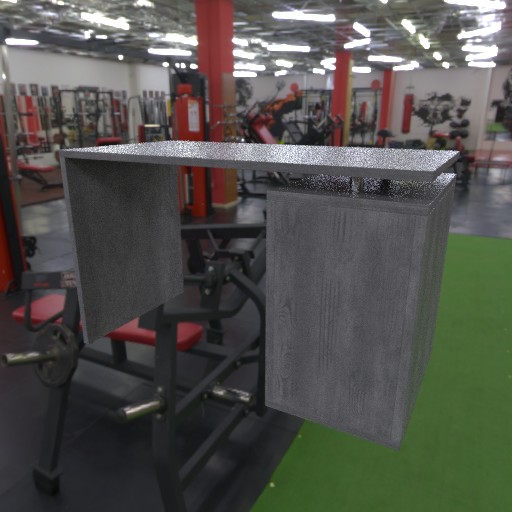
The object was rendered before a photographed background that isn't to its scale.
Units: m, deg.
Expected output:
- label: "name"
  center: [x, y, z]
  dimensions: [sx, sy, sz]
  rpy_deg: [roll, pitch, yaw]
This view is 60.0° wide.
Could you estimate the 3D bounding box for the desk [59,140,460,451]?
- label: "desk"
  center: [0.000, 0.000, 1.594]
  dimensions: [1.200, 0.740, 0.600]
  rpy_deg: [10, 20, 27]
